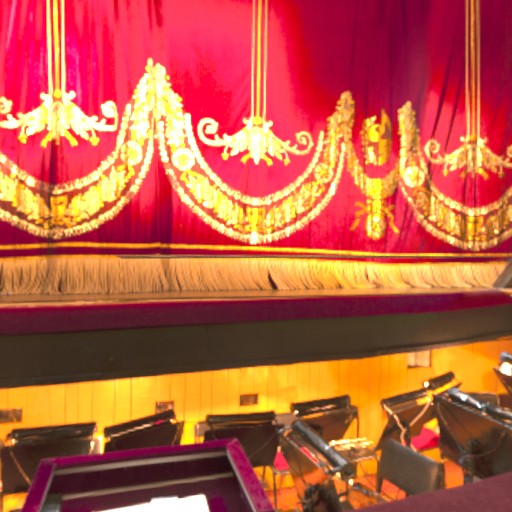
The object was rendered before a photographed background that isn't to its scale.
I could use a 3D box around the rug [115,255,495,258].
[{"bbox_3d":[0.000,0.000,4.049,2.440,0.008,3.036,0,0,-18],"label":"rug"}]
